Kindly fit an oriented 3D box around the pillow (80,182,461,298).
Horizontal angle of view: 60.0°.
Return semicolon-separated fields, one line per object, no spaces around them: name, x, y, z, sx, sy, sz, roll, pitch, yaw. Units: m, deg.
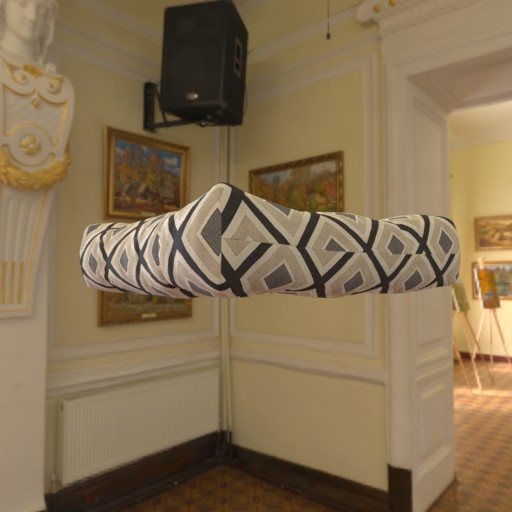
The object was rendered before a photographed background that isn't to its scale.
pillow;0.000;0.000;0.751;0.468;0.128;0.490;2;-3;-36
